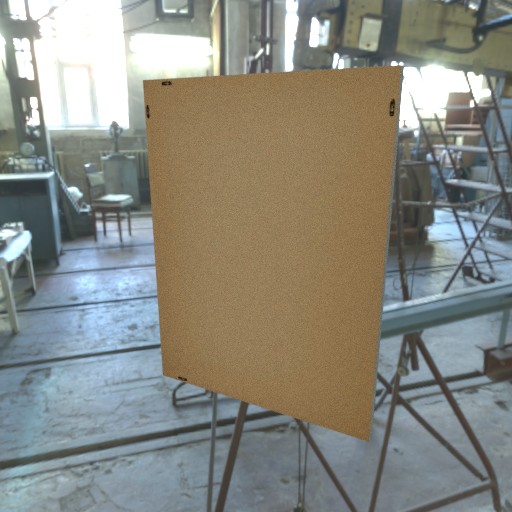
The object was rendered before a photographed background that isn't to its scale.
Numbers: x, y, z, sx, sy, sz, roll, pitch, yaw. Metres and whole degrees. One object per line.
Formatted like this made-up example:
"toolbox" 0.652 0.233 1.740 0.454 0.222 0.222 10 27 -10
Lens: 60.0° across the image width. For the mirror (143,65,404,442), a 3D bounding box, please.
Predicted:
"mirror" 0.000 0.000 1.331 0.762 1.016 0.040 9 19 27
